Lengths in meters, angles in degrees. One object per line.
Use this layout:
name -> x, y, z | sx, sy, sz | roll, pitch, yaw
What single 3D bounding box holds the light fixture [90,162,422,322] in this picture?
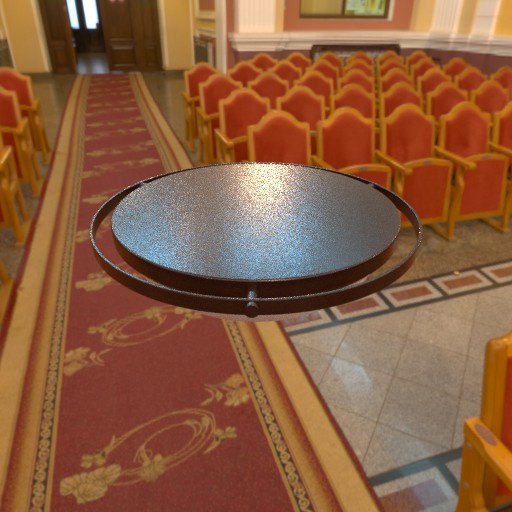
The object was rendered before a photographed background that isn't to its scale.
light fixture -> 0.000, 0.000, 0.534 | 0.361, 0.130, 0.361 | 0, 29, 0
